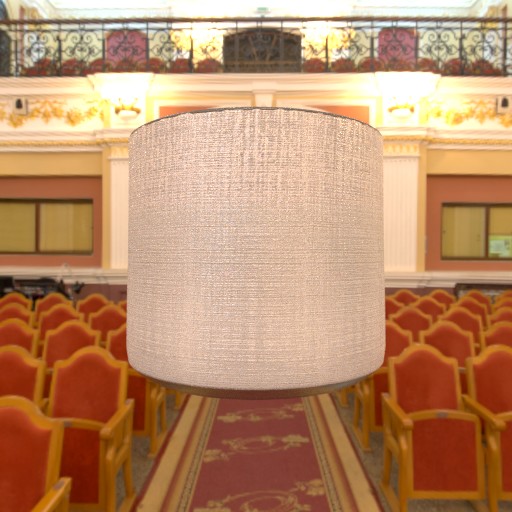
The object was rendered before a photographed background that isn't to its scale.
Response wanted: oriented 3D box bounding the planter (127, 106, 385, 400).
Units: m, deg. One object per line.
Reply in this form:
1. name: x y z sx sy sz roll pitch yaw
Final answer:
1. planter: 0.000 0.000 0.224 0.125 0.112 0.125 0 0 0
